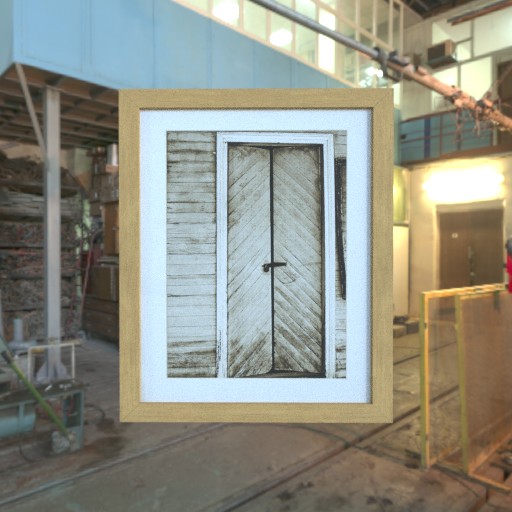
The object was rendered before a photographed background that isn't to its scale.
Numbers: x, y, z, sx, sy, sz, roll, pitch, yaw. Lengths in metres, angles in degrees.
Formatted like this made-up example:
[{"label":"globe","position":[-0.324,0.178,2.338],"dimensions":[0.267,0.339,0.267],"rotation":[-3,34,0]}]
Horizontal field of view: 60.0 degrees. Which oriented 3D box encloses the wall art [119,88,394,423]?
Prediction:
[{"label":"wall art","position":[0.000,0.000,0.519],"dimensions":[0.312,0.380,0.030],"rotation":[0,1,0]}]
